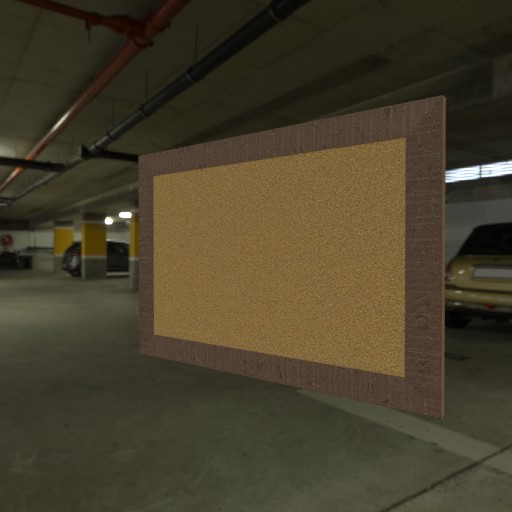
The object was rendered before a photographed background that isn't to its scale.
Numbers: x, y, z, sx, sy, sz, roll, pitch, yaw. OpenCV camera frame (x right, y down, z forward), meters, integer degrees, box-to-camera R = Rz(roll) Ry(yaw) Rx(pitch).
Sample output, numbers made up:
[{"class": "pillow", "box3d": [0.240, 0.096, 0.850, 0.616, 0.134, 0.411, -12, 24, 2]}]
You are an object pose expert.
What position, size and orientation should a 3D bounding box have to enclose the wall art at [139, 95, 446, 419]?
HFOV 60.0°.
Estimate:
[{"class": "wall art", "box3d": [0.000, 0.000, 1.141, 0.917, 0.626, 0.019, 1, 1, 37]}]
